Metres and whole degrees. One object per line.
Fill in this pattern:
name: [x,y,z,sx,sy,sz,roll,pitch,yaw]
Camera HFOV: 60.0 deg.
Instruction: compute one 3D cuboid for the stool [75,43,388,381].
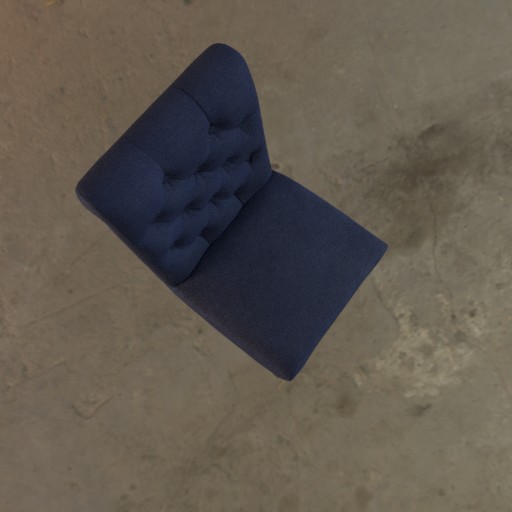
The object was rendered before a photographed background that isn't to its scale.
stool: [0.000,0.000,1.342,0.601,1.010,0.493,37,77,10]
